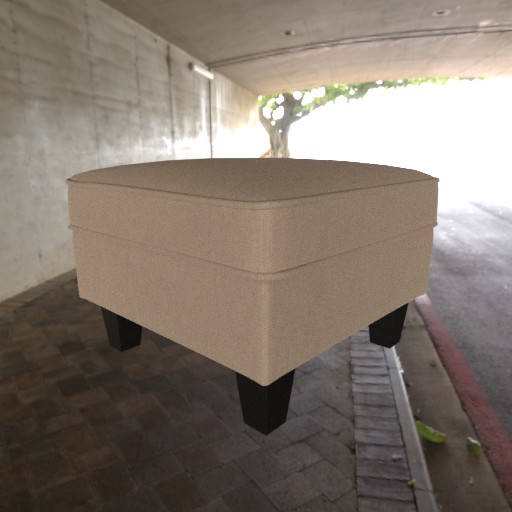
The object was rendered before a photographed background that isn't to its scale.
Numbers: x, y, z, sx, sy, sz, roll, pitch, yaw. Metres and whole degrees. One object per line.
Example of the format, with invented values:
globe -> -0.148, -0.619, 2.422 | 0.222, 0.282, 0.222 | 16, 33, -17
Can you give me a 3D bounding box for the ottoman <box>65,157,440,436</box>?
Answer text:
ottoman -> 0.000, 0.000, 1.016 | 0.613, 0.438, 0.616 | 13, 19, 41
